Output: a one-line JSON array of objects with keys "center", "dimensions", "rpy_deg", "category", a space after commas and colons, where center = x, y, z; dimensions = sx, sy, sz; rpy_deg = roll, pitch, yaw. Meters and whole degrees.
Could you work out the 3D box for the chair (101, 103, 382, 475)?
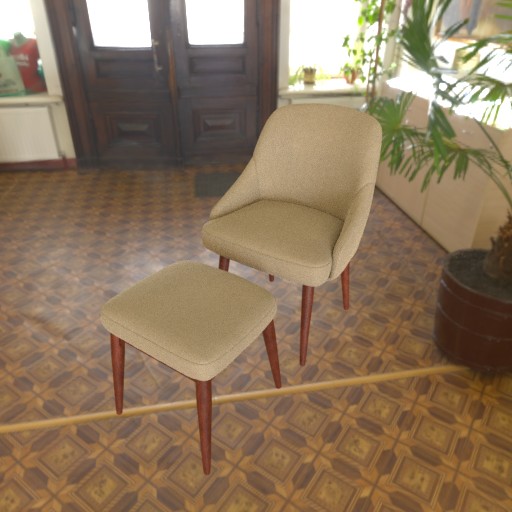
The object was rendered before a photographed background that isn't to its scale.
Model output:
[{"center": [0.000, 0.000, 1.604], "dimensions": [0.584, 0.866, 1.114], "rpy_deg": [19, 36, 29], "category": "chair"}]
